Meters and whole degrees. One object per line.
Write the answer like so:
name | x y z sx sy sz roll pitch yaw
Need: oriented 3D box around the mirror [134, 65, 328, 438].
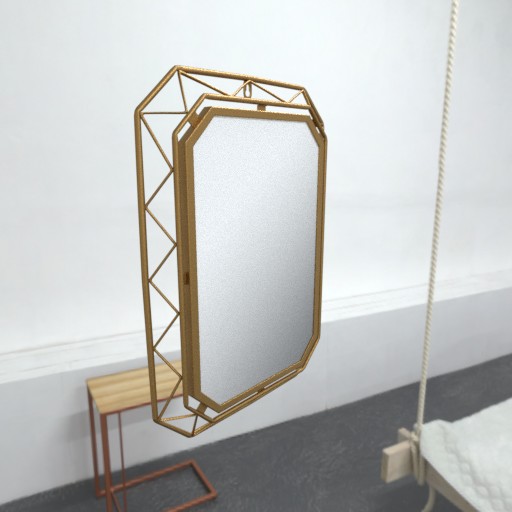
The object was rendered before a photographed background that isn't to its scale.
mirror | 0.000 0.000 0.736 0.042 0.566 0.417 12 18 42
